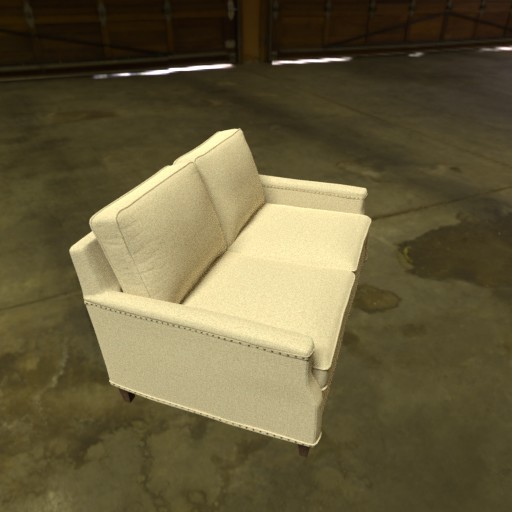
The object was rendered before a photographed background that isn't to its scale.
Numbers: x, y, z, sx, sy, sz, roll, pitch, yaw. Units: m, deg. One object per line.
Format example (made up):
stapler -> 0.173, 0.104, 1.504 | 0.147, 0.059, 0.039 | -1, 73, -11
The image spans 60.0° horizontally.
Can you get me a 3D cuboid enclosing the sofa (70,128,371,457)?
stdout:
sofa -> 0.000, 0.000, 2.393 | 1.084, 1.003, 1.597 | 10, 33, 16
